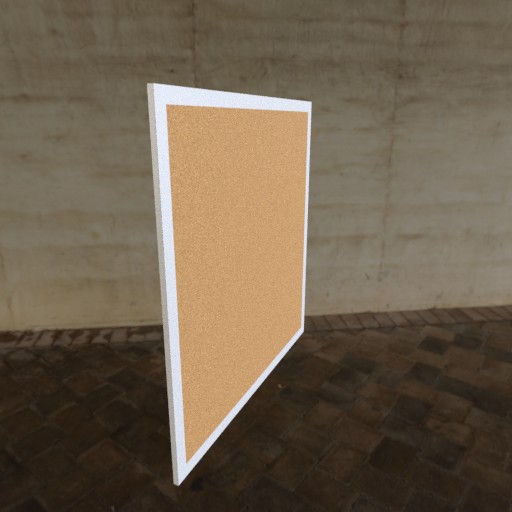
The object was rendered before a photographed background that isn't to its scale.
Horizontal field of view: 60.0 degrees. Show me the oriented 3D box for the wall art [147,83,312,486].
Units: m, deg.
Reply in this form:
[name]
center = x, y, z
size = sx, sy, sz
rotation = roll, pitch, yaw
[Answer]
[wall art]
center = 0.000, 0.000, 1.193
size = 0.013, 0.813, 0.812
rotation = 8, 19, 24
